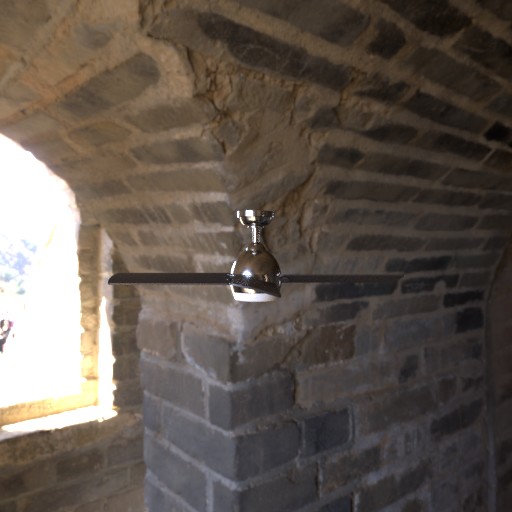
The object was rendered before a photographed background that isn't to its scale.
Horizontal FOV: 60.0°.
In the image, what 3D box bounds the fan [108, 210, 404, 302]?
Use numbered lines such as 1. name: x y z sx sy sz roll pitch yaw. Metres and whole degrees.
1. fan: 0.000 0.000 2.034 1.332 0.403 1.332 0 0 0
